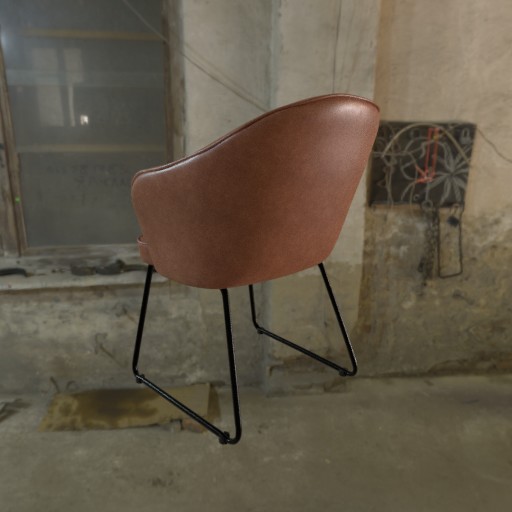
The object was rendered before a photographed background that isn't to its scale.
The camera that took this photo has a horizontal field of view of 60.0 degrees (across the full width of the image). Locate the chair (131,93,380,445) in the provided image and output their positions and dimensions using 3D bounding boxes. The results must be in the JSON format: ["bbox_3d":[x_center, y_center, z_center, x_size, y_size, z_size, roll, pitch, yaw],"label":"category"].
[{"bbox_3d":[0.000,0.000,1.185,0.582,0.785,0.580,-14,21,-40],"label":"chair"}]
